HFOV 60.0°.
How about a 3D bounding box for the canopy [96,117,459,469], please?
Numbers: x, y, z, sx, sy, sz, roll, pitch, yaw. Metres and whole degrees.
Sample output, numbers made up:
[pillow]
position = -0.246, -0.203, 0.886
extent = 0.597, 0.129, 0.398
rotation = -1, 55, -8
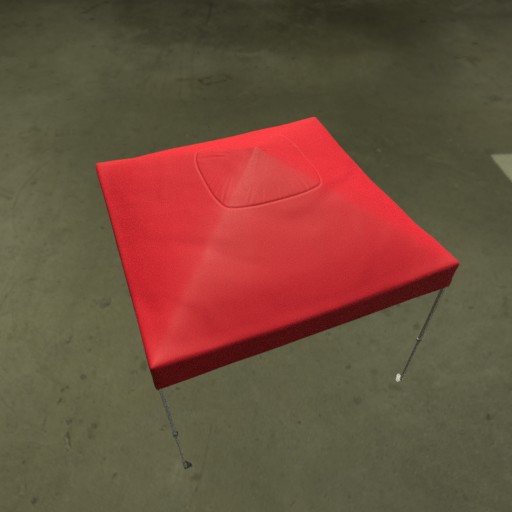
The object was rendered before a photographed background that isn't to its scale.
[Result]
[canopy]
position = 0.000, 0.000, 5.301
extent = 2.998, 2.997, 2.996
rotation = -16, 48, -15
